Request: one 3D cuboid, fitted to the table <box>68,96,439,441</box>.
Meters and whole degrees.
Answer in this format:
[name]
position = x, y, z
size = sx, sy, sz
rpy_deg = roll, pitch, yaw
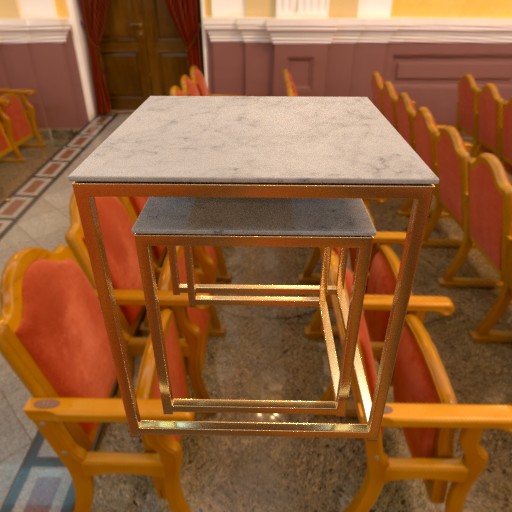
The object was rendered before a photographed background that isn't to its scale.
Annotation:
[table]
position = 0.000, 0.000, 0.858
size = 0.450, 0.500, 0.450
rpy_deg = 1, 32, 1
